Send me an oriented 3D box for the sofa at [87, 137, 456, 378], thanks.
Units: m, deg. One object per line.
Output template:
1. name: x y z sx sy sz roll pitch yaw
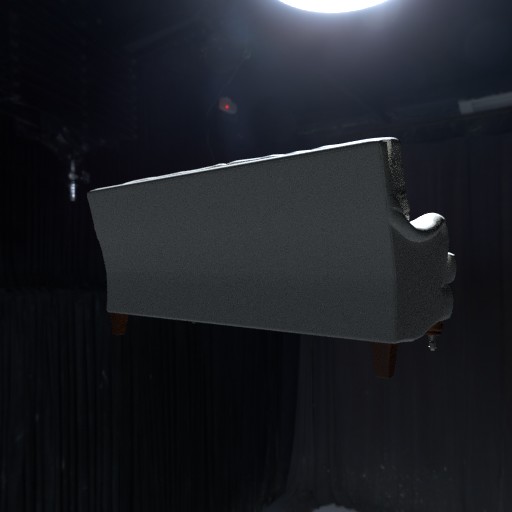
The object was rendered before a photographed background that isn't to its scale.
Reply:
1. sofa: 0.000 0.000 2.799 2.159 1.087 1.086 -1 -1 38
